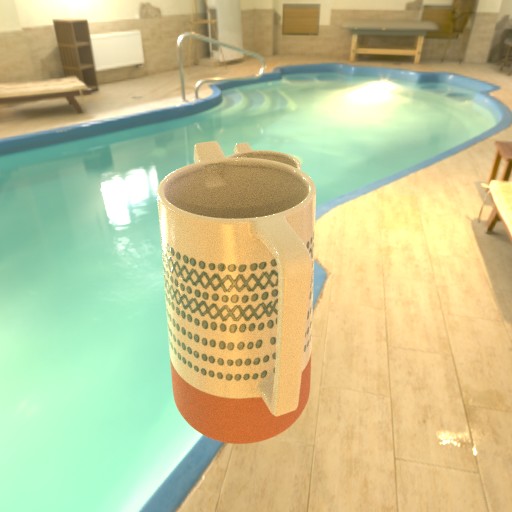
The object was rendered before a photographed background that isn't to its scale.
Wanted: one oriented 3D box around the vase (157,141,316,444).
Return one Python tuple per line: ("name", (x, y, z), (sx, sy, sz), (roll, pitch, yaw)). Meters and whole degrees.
("vase", (0.000, 0.000, 0.472), (0.168, 0.247, 0.326), (10, 34, 15))
